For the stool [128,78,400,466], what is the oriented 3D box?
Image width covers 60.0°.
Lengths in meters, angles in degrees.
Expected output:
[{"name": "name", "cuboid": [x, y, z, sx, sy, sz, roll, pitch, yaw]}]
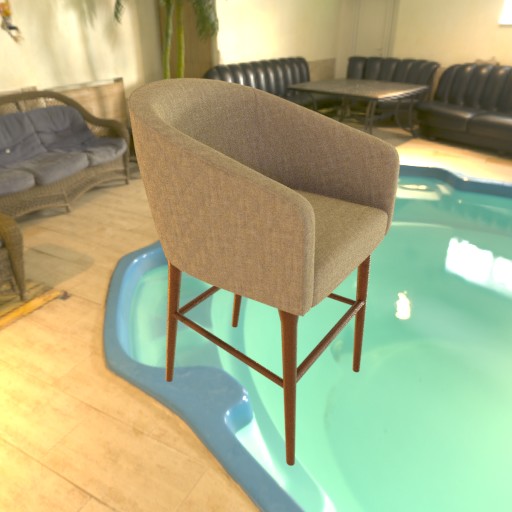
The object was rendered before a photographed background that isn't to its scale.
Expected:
[{"name": "stool", "cuboid": [0.000, 0.000, 1.330, 0.635, 0.952, 0.559, 18, 33, 30]}]
